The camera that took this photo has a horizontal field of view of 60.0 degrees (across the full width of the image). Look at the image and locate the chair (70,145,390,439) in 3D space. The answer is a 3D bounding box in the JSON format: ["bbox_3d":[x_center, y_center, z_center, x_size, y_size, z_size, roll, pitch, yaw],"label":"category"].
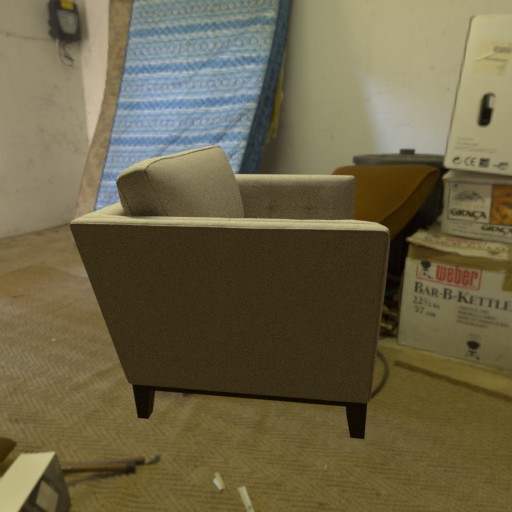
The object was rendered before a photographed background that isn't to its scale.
[{"bbox_3d":[0.000,0.000,2.032,0.965,0.940,1.397,2,17,8],"label":"chair"}]
